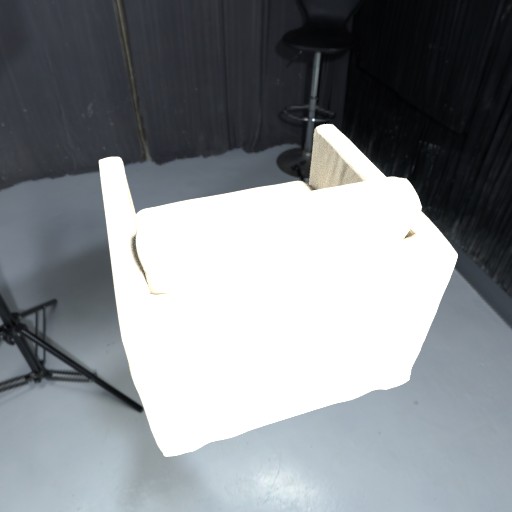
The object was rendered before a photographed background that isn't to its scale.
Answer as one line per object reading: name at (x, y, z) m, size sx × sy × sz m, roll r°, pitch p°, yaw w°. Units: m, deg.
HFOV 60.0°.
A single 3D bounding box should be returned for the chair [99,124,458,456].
chair at (0.000, 0.000, 1.732) m, size 1.057 × 0.867 × 0.949 m, roll -12°, pitch 43°, yaw -13°
